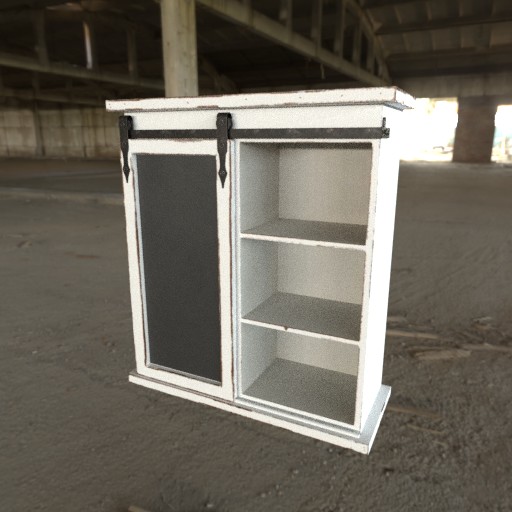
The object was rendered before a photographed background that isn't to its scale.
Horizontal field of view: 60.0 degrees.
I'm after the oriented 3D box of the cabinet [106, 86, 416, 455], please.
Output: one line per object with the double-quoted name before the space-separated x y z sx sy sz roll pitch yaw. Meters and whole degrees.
"cabinet" 0.000 0.000 0.901 0.541 0.603 0.210 7 17 26
